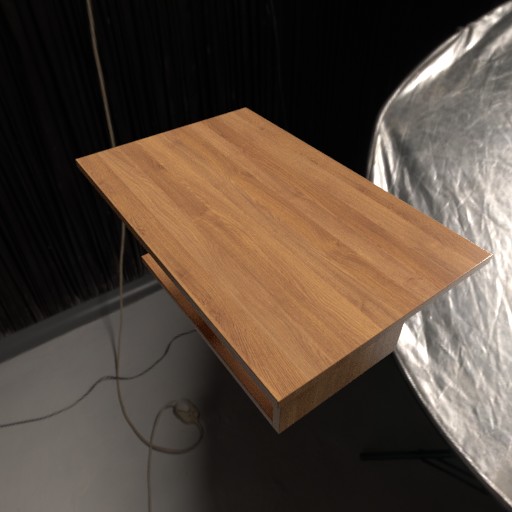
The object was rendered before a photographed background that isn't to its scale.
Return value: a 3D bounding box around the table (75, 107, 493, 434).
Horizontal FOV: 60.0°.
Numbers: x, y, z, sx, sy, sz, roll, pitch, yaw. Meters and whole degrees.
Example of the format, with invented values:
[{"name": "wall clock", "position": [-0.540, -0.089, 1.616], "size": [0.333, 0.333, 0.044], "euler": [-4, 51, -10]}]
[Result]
[{"name": "table", "position": [0.000, 0.000, 1.458], "size": [0.700, 0.442, 1.100], "euler": [-26, 48, -26]}]
